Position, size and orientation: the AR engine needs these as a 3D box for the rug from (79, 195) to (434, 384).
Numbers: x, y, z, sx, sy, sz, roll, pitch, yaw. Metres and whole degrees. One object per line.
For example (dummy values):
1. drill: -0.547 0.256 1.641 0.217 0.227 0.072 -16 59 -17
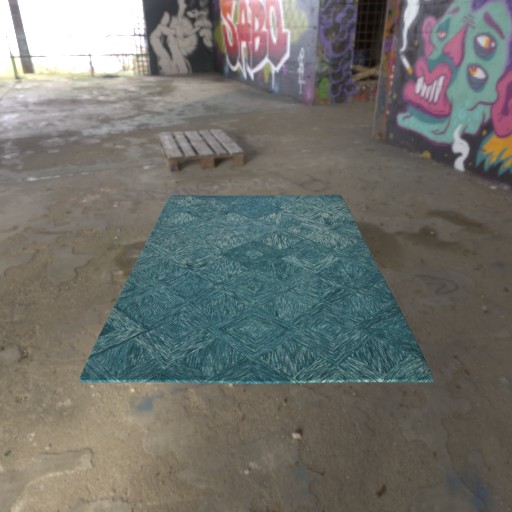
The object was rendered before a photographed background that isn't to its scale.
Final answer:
1. rug: 0.000 0.000 2.159 1.136 0.017 1.728 0 27 0
